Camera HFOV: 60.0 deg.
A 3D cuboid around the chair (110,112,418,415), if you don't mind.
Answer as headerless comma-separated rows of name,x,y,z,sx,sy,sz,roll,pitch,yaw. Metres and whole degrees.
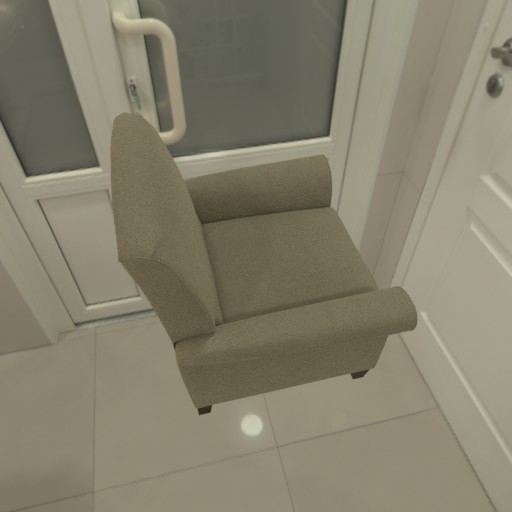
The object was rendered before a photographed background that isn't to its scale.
chair,0.000,0.000,1.771,0.905,1.061,0.978,-10,48,-9
